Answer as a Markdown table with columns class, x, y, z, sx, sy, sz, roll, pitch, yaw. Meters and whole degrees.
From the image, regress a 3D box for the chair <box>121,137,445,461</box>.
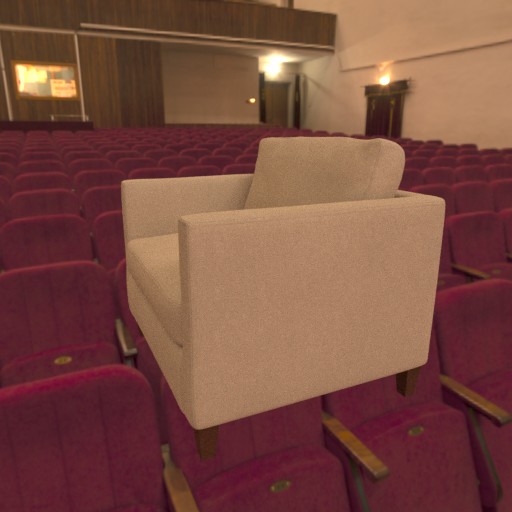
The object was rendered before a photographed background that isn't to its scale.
| class | x | y | z | sx | sy | sz | roll | pitch | yaw |
| --- | --- | --- | --- | --- | --- | --- | --- | --- | --- |
| chair | 0.000 | 0.000 | 1.849 | 0.959 | 0.961 | 1.107 | -7 | 17 | -24 |
